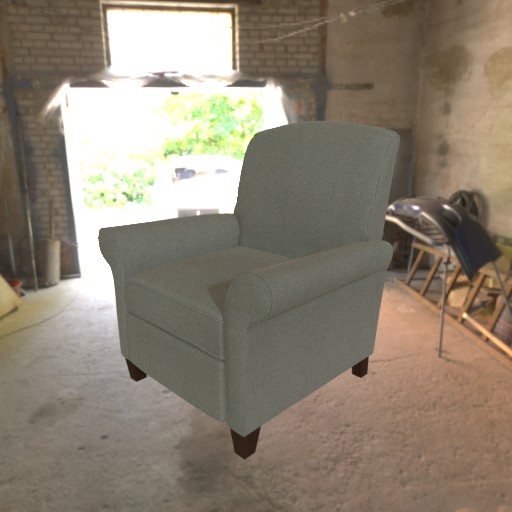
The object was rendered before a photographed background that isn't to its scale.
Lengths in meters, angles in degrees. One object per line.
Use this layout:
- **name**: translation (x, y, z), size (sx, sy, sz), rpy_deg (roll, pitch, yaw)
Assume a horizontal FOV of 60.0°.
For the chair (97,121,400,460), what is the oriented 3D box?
- **chair**: translation (0.000, 0.000, 1.801), size (0.978, 1.061, 0.905), rpy_deg (15, 22, 42)
